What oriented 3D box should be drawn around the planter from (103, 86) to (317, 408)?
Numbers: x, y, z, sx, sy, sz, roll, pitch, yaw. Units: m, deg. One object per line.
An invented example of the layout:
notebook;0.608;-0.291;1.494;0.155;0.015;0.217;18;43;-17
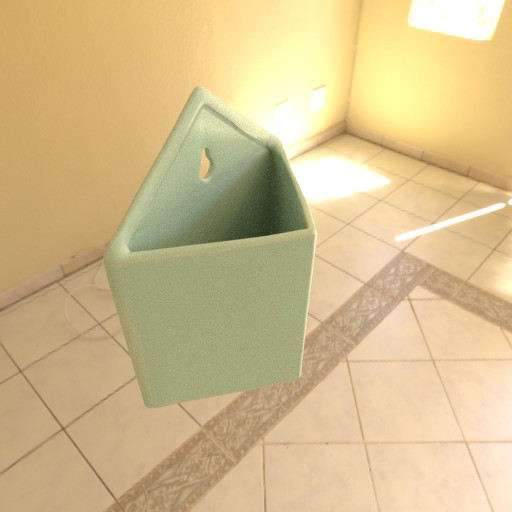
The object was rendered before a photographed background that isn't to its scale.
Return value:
planter;0.000;0.000;0.280;0.079;0.197;0.164;24;46;26
